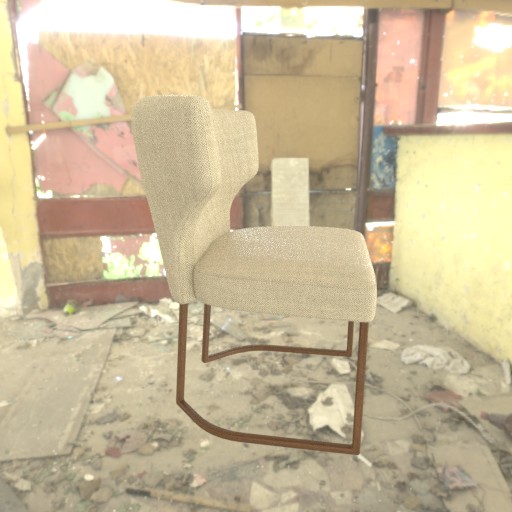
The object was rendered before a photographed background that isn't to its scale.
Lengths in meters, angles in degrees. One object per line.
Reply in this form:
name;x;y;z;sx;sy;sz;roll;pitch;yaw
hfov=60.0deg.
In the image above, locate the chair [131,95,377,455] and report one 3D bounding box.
chair;0.000;0.000;1.242;0.617;0.824;0.611;2;15;9
